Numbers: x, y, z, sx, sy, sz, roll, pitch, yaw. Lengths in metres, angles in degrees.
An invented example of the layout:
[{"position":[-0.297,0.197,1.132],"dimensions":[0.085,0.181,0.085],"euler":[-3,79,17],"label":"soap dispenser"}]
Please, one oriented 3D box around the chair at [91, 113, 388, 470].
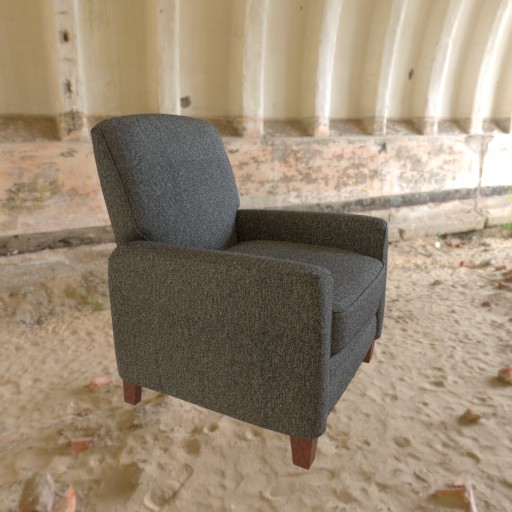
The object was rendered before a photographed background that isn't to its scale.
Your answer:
[{"position":[0.000,0.000,1.637],"dimensions":[0.864,1.014,0.848],"euler":[8,18,27],"label":"chair"}]
